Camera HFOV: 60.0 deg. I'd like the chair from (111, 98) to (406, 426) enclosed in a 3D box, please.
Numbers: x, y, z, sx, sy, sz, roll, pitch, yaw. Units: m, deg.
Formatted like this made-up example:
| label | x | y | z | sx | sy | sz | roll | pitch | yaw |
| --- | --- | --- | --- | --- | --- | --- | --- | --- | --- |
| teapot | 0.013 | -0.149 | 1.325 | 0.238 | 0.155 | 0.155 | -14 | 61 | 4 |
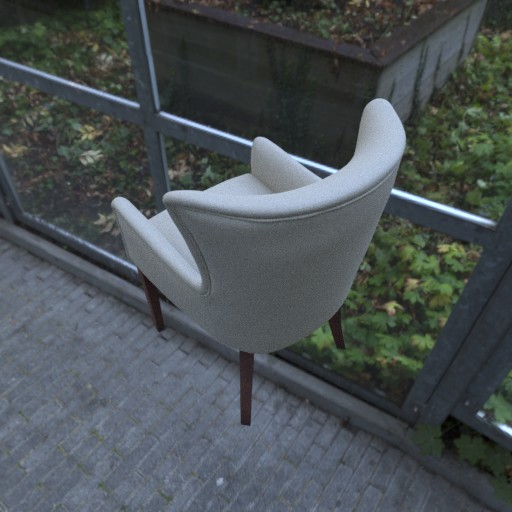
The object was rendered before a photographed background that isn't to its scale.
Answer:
| label | x | y | z | sx | sy | sz | roll | pitch | yaw |
| --- | --- | --- | --- | --- | --- | --- | --- | --- | --- |
| chair | 0.000 | 0.000 | 1.401 | 0.660 | 0.952 | 0.686 | -30 | 52 | -27 |
